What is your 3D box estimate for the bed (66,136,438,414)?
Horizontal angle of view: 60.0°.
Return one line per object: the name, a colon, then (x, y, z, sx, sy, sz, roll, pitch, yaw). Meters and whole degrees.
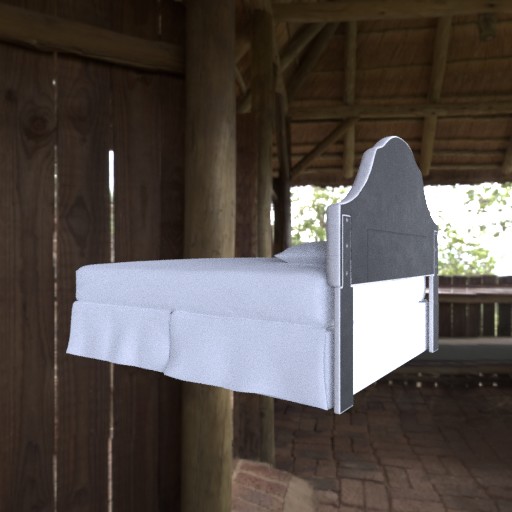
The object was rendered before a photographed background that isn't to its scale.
bed: (0.000, 0.000, 3.767, 2.477, 1.617, 2.039, 0, 0, 36)
